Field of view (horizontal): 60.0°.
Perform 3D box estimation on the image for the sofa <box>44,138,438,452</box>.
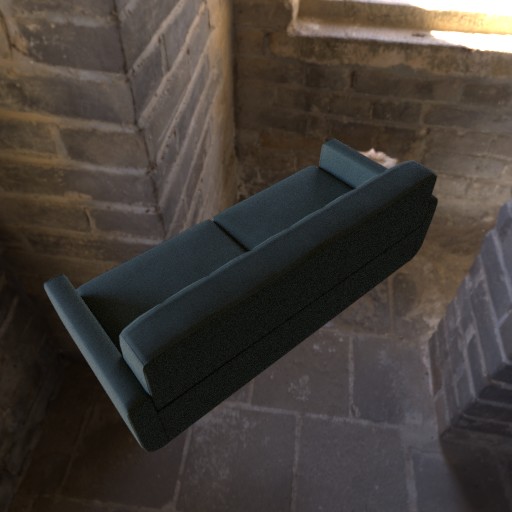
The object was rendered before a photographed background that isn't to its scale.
[{"bbox_3d":[0.000,0.000,2.486,2.029,0.841,0.909,-31,54,-26],"label":"sofa"}]
